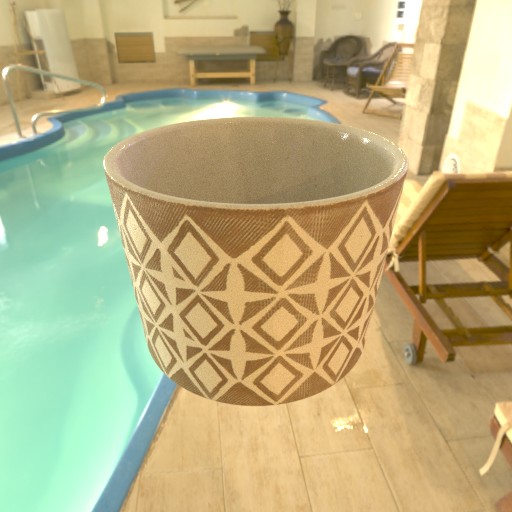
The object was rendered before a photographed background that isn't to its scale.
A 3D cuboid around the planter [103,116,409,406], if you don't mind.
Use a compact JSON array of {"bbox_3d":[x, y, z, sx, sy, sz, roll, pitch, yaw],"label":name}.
[{"bbox_3d":[0.000,0.000,0.448,0.260,0.220,0.260,0,30,0],"label":"planter"}]
